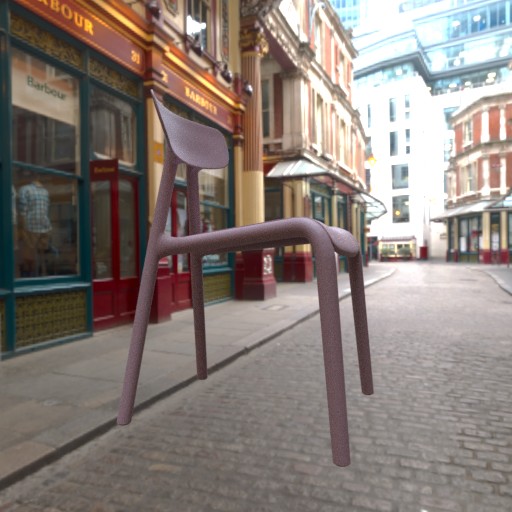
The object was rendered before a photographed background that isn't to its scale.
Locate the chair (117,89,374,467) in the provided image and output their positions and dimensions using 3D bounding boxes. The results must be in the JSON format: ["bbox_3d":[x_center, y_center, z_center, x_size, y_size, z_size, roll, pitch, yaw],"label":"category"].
[{"bbox_3d":[0.000,0.000,0.838,0.401,0.580,0.356,0,0,20],"label":"chair"}]
